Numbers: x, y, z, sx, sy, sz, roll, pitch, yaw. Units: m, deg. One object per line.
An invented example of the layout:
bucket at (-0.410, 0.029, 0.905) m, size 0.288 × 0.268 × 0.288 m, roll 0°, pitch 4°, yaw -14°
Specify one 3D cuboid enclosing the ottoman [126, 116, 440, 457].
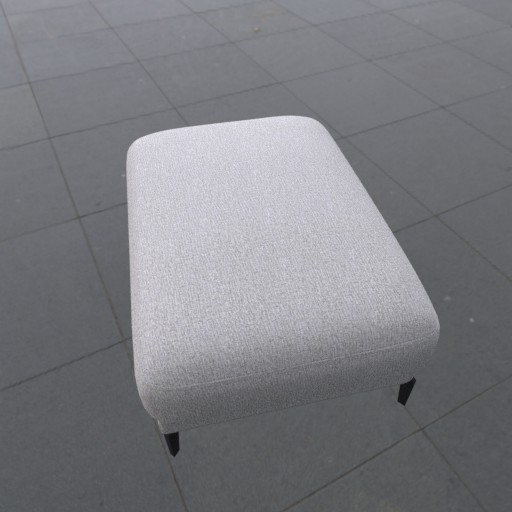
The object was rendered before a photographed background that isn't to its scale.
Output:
ottoman at (0.000, 0.000, 1.078) m, size 0.568 × 0.420 × 0.772 m, roll -9°, pitch 47°, yaw -8°
